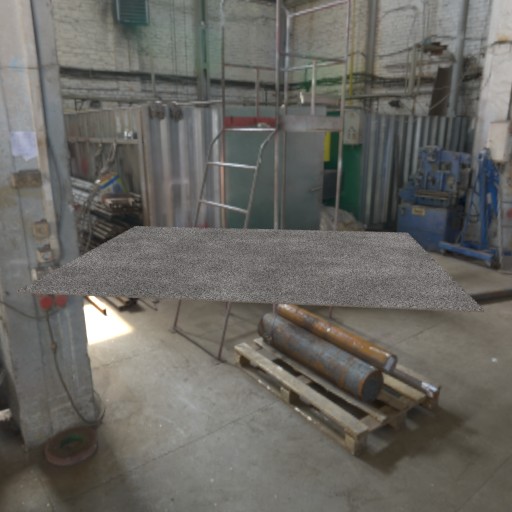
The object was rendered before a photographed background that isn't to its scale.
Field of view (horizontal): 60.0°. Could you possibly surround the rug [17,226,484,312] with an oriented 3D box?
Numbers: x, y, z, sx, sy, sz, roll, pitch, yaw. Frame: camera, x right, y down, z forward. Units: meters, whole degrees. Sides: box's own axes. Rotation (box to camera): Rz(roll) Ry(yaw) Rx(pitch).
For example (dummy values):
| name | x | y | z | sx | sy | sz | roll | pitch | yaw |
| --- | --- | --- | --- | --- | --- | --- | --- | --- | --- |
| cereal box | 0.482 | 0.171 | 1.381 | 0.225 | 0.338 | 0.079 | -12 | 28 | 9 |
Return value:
| name | x | y | z | sx | sy | sz | roll | pitch | yaw |
| --- | --- | --- | --- | --- | --- | --- | --- | --- | --- |
| rug | 0.000 | 0.000 | 2.861 | 2.235 | 0.008 | 1.600 | 2 | 16 | 6 |
